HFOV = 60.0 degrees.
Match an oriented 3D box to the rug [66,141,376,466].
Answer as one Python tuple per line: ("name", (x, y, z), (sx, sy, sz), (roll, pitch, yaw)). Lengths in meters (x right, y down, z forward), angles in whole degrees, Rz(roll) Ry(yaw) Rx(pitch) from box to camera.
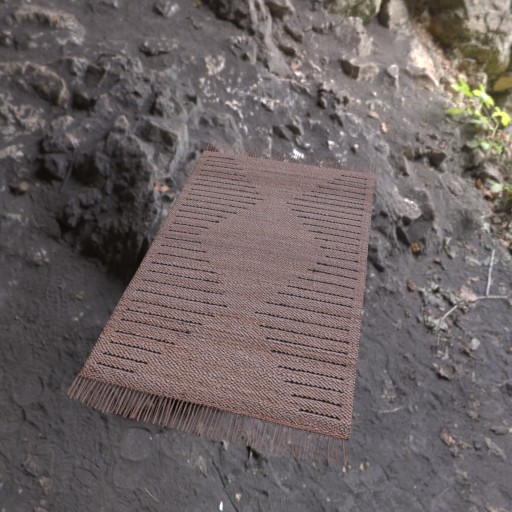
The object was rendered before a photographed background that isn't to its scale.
("rug", (0.000, 0.000, 2.503), (1.224, 0.027, 2.085), (10, 48, 9))
